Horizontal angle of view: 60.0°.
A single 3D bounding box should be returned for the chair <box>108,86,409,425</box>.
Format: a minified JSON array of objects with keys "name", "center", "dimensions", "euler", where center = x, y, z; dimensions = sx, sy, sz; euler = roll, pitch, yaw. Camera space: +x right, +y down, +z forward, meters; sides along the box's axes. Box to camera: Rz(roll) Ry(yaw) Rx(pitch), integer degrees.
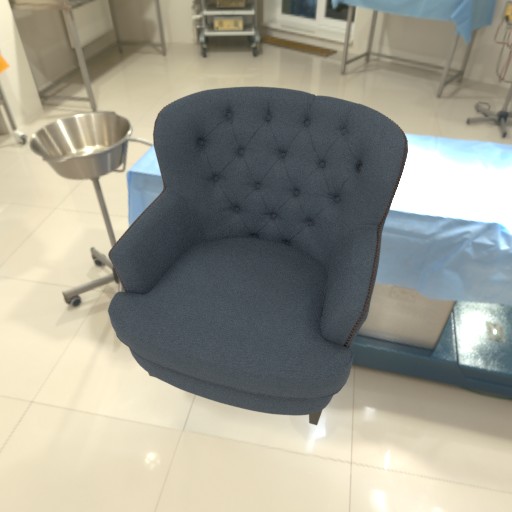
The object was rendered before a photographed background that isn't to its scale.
[{"name":"chair","center":[0.000,0.000,1.549],"dimensions":[0.848,0.868,0.906],"euler":[12,42,14]}]
